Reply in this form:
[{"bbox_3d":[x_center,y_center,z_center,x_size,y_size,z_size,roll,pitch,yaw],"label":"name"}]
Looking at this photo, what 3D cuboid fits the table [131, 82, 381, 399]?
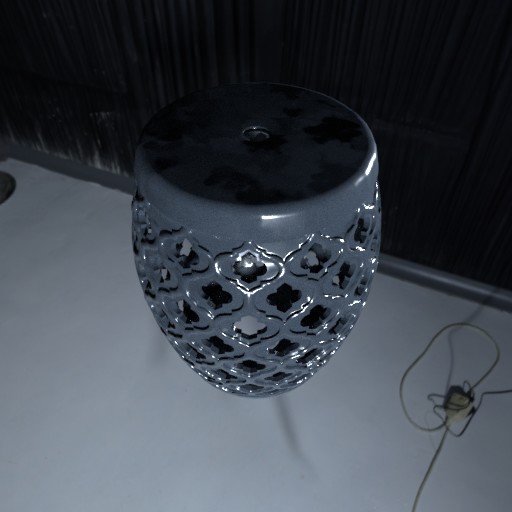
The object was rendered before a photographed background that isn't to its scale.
[{"bbox_3d":[0.000,0.000,0.624,0.325,0.388,0.325,0,46,0],"label":"table"}]
